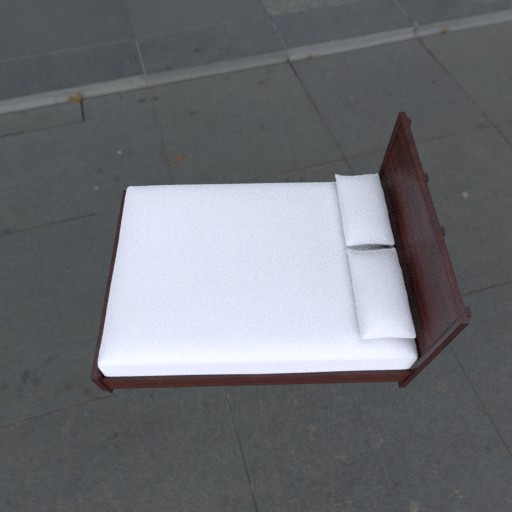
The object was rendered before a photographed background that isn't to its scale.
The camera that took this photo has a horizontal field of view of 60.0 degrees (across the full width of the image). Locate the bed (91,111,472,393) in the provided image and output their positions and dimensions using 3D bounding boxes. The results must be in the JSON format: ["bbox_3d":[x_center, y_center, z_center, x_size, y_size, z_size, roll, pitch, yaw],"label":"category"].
[{"bbox_3d":[0.000,0.000,4.028,2.803,1.492,2.040,-1,58,-1],"label":"bed"}]
